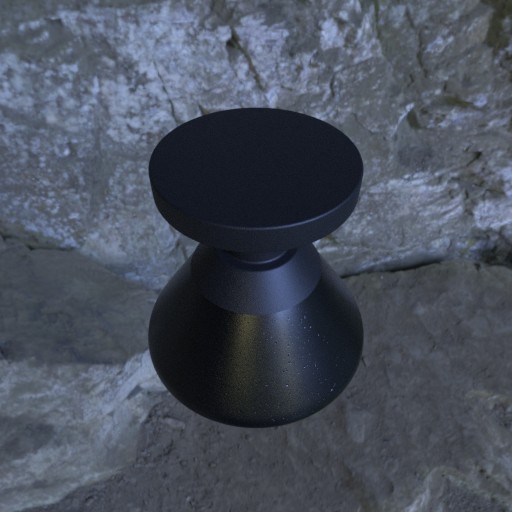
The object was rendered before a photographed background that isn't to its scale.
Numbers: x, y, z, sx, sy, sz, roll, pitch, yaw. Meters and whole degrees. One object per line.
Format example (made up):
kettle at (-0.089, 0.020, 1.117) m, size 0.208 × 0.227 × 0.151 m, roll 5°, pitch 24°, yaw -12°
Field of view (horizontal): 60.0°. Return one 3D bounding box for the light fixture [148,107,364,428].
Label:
light fixture at (0.000, 0.000, 0.354) m, size 0.200 × 0.183 × 0.200 m, roll 0°, pitch 45°, yaw 0°
